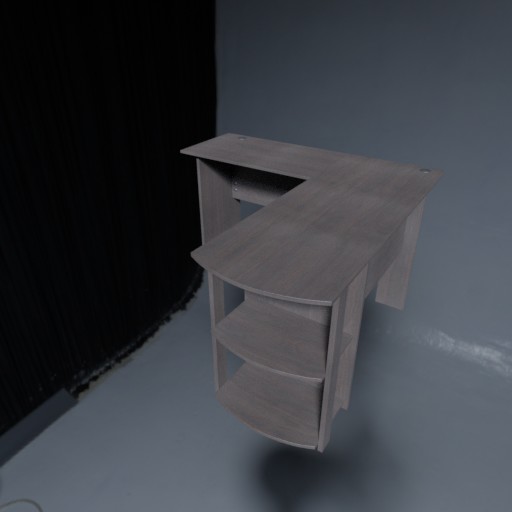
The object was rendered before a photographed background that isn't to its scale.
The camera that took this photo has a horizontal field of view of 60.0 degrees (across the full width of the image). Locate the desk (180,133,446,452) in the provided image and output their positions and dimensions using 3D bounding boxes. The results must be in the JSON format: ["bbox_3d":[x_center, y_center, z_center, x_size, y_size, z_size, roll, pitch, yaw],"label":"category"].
[{"bbox_3d":[0.000,0.000,2.136,1.303,0.716,1.361,18,34,28],"label":"desk"}]
